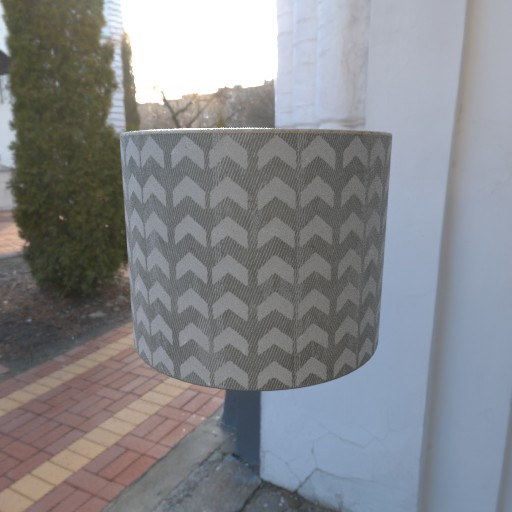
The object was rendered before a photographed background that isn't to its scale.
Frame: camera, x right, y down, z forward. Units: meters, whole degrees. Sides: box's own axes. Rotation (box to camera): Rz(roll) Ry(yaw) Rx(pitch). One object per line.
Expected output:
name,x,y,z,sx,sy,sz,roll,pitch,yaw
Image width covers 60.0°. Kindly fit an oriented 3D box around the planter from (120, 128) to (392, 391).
planter,0.000,0.000,0.343,0.190,0.181,0.190,0,13,0
